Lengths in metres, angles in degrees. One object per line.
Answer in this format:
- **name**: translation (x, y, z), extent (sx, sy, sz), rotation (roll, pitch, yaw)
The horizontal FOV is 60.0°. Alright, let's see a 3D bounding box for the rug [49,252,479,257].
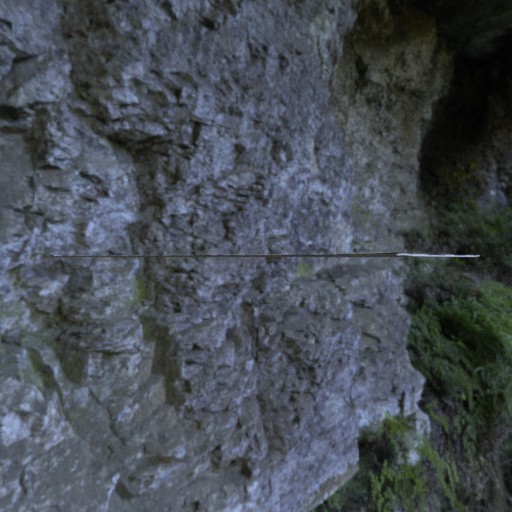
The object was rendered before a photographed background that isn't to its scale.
- **rug**: translation (0.000, 0.000, 2.054), extent (1.698, 0.013, 1.072), rotation (0, 0, 37)
